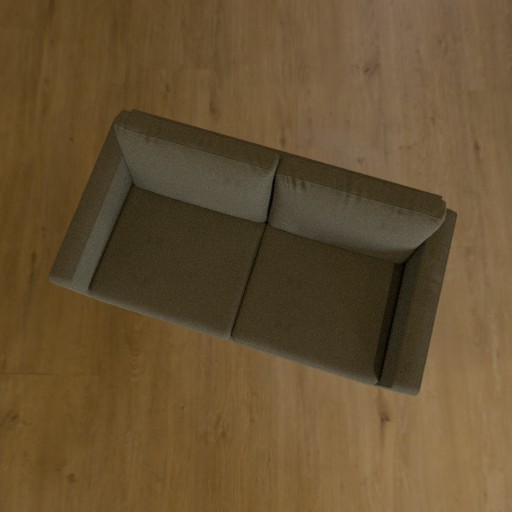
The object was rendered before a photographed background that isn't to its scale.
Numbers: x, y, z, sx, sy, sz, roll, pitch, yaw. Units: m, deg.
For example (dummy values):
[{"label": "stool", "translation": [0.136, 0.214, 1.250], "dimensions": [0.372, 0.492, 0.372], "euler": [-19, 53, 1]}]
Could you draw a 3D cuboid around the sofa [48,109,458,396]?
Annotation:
[{"label": "sofa", "translation": [0.000, 0.000, 2.250], "dimensions": [1.730, 0.897, 0.889], "euler": [17, 77, 4]}]
